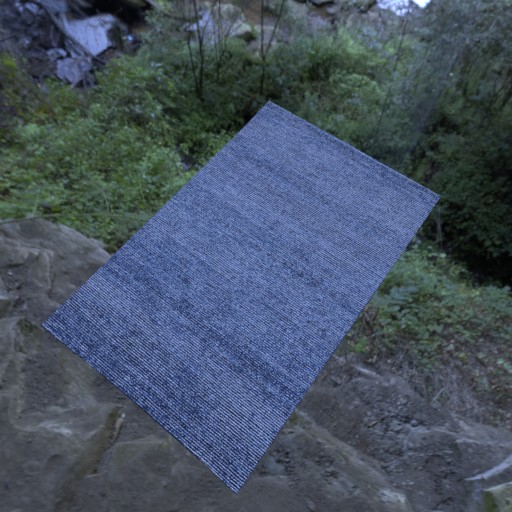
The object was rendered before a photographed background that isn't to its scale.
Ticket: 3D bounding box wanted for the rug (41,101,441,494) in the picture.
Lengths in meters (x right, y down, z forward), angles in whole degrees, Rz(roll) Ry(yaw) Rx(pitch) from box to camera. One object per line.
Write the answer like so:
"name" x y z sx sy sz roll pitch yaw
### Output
"rug" 0.000 0.000 2.226 1.159 0.025 1.793 34 68 16
